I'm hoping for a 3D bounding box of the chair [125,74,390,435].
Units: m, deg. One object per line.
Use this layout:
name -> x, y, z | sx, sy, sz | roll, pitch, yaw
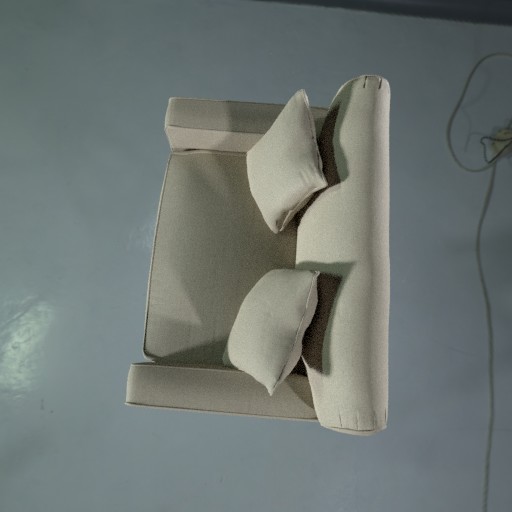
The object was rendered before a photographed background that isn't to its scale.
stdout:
chair -> 0.000, 0.000, 2.038 | 1.000, 0.948, 1.383 | 4, 76, 1
